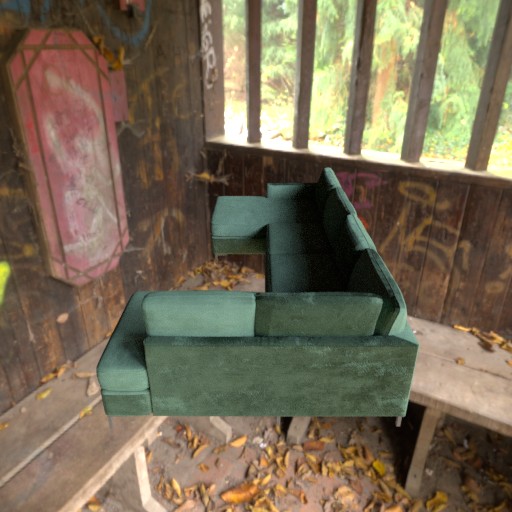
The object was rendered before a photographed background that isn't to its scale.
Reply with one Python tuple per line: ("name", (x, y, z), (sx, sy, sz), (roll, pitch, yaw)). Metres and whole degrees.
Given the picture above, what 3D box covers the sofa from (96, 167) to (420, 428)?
("sofa", (0.000, 0.000, 4.355), (2.055, 0.992, 3.434), (0, 26, 0))
